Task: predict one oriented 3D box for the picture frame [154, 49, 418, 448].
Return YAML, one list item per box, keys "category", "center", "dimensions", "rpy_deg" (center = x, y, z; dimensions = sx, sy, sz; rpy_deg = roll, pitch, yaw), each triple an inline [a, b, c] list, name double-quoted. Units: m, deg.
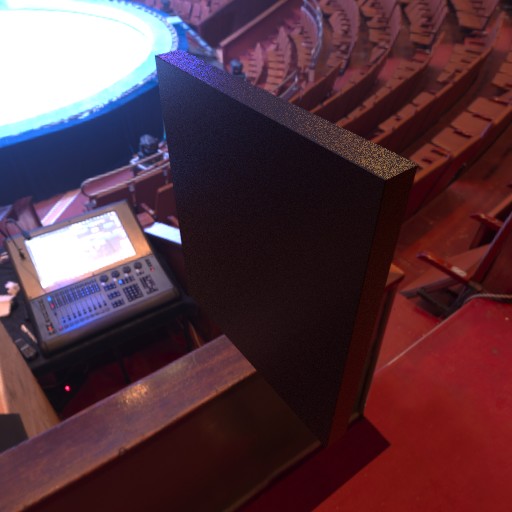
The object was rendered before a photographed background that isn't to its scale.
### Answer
- category: "picture frame"
  center: [0.000, 0.000, 0.522]
  dimensions: [0.034, 0.378, 0.328]
  rpy_deg: [-26, 47, -27]
